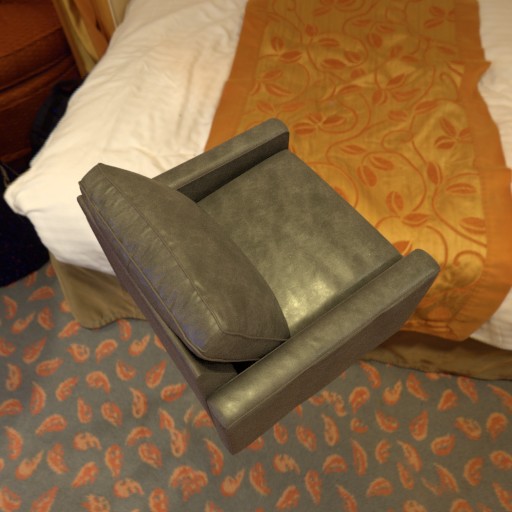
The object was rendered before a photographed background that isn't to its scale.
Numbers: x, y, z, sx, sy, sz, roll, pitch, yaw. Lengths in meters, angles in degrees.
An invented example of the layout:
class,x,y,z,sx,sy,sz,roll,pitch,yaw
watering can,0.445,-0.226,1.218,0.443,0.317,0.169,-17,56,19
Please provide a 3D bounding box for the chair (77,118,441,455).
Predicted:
class,x,y,z,sx,sy,sz,roll,pitch,yaw
chair,0.000,0.000,1.730,0.939,0.916,1.006,-32,63,-18
